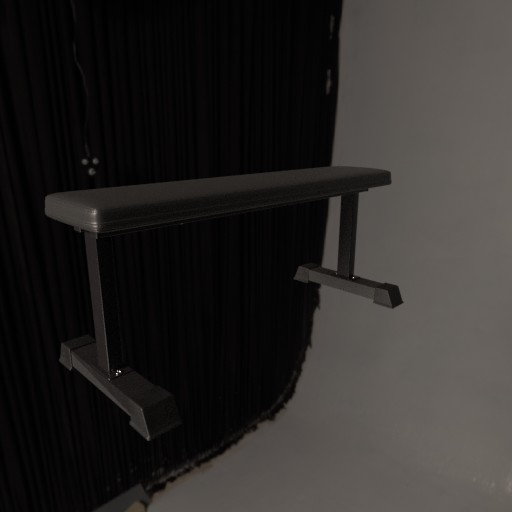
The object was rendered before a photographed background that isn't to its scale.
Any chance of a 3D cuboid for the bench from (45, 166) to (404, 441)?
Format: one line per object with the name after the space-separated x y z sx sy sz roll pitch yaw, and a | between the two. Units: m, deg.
0.000 0.000 1.288 1.072 0.453 0.439 -15 22 -42 | bench
